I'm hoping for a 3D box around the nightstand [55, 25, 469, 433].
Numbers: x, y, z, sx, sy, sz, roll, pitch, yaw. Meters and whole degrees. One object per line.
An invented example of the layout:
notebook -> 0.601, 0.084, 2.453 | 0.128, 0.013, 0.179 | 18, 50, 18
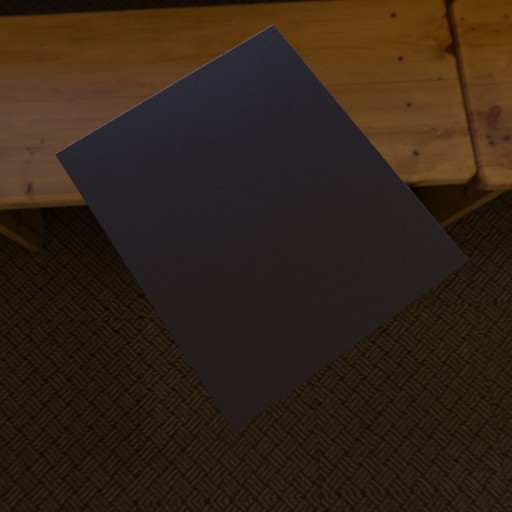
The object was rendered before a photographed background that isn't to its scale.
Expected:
nightstand -> 0.000, 0.000, 0.947 | 0.402, 0.623, 0.479 | -34, 79, -8
